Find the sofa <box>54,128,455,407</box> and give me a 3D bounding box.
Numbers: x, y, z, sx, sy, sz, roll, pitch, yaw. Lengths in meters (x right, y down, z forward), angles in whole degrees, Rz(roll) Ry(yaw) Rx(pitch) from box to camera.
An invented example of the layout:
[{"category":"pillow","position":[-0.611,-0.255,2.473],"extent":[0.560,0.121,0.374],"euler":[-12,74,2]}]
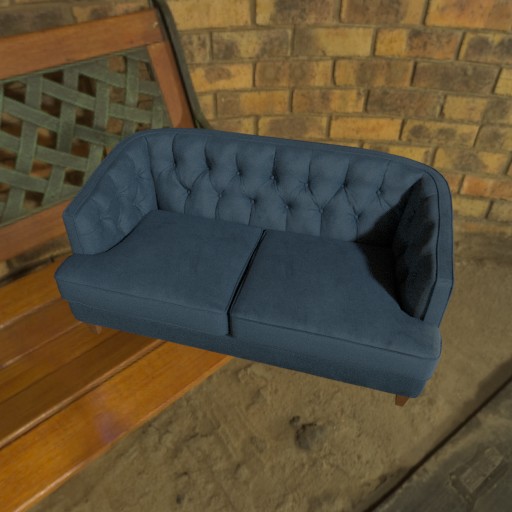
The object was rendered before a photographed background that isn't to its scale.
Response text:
[{"category":"sofa","position":[0.000,0.000,2.212],"extent":[1.733,0.854,0.941],"euler":[10,41,12]}]
